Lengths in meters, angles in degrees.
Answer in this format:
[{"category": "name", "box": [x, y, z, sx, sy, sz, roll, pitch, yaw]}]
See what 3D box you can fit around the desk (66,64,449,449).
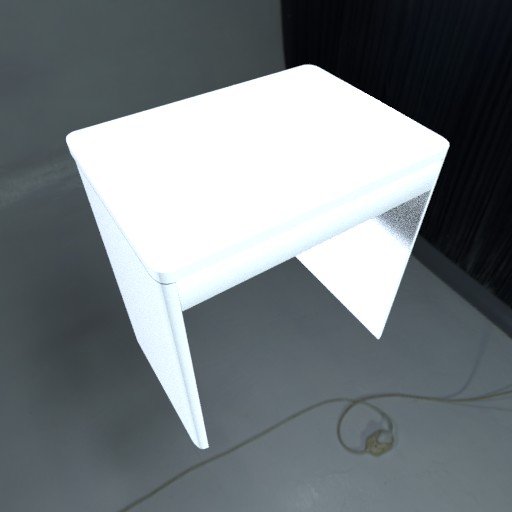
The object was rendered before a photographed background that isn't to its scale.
[{"category": "desk", "box": [0.000, 0.000, 1.342, 0.762, 0.800, 0.549, -25, 51, -22]}]
